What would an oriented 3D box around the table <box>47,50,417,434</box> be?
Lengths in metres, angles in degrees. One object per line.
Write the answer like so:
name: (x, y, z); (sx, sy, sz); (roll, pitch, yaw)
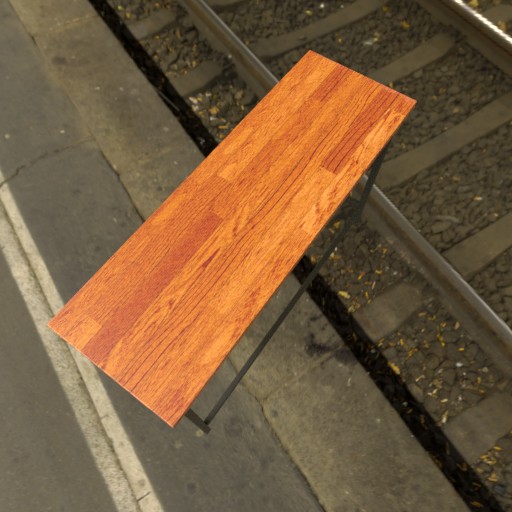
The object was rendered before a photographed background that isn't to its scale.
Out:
table: (0.000, 0.000, 1.585); (0.408, 0.740, 1.204); (33, 68, 15)
